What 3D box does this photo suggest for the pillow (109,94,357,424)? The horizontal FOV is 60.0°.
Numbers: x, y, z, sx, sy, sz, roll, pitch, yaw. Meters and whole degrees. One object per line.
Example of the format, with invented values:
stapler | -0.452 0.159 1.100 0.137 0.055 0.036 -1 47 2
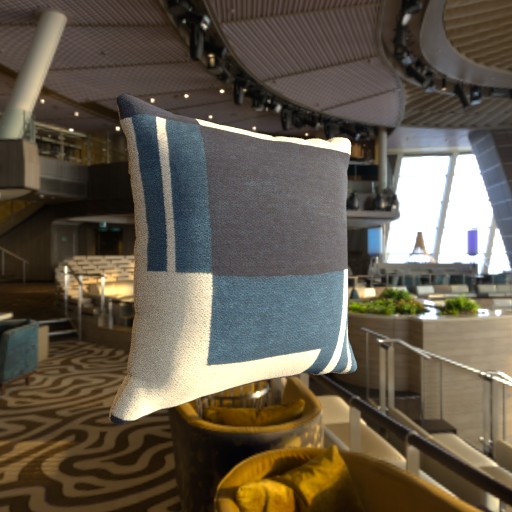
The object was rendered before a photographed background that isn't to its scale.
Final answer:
pillow | 0.000 0.000 0.815 0.536 0.506 0.229 0 0 -36
